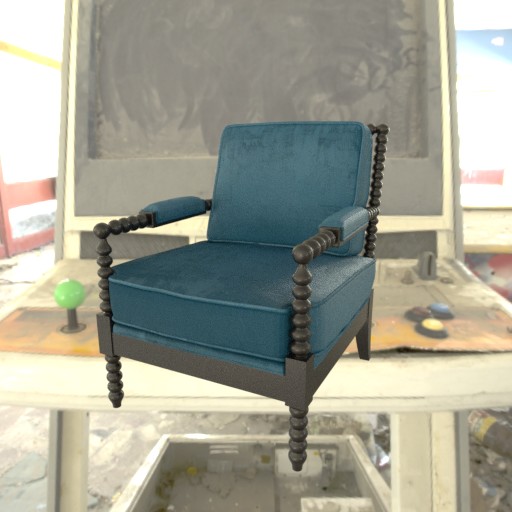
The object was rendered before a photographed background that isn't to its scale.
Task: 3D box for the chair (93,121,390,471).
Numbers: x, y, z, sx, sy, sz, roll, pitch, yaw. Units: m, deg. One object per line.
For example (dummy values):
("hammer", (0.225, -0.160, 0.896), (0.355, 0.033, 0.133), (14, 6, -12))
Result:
("chair", (0.000, 0.000, 1.431), (0.688, 0.857, 0.805), (7, 16, 26))
